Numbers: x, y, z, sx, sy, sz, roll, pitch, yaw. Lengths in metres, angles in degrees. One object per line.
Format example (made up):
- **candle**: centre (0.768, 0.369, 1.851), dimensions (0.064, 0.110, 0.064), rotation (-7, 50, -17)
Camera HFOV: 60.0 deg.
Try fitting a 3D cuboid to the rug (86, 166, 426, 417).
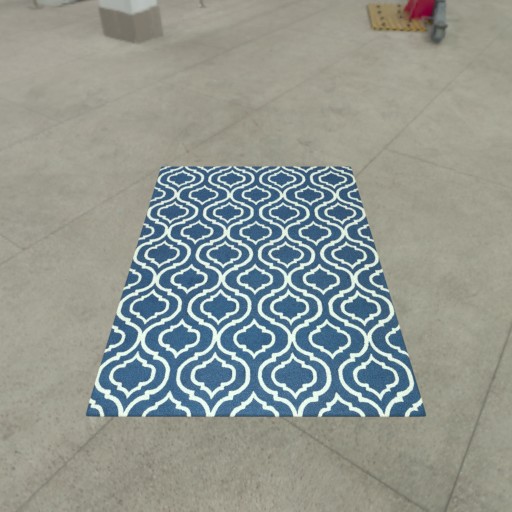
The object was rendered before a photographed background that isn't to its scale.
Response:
- **rug**: centre (0.000, 0.000, 2.766), dimensions (1.524, 0.010, 2.134), rotation (0, 42, 0)
